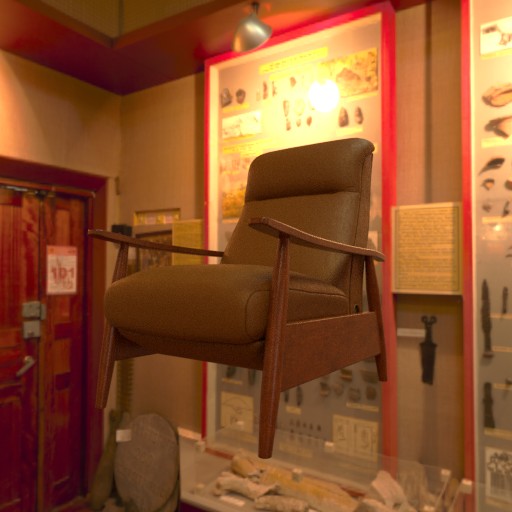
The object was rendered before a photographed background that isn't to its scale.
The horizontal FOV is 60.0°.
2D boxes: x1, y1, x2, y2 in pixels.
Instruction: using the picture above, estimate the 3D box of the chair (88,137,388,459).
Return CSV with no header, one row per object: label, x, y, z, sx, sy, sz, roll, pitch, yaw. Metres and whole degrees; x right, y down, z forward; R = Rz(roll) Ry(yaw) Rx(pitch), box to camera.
chair,0.000,0.000,1.763,0.762,1.082,1.014,-1,-1,35
